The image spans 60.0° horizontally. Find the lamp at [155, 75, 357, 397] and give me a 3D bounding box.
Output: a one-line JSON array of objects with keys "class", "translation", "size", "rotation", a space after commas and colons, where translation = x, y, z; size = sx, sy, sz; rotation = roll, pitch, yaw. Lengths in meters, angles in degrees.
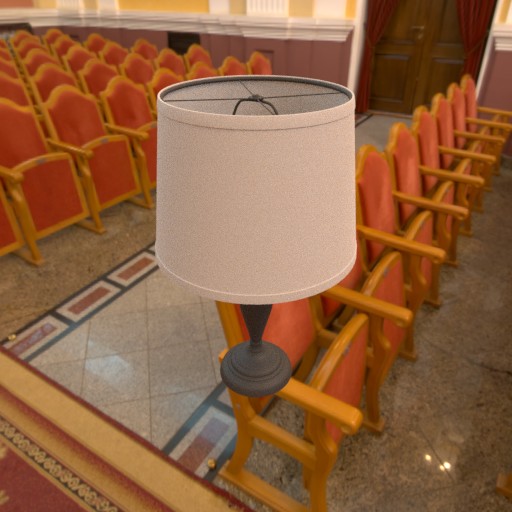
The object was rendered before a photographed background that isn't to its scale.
[{"class": "lamp", "translation": [0.000, 0.000, 0.707], "size": [0.310, 0.501, 0.310], "rotation": [0, 31, 0]}]
